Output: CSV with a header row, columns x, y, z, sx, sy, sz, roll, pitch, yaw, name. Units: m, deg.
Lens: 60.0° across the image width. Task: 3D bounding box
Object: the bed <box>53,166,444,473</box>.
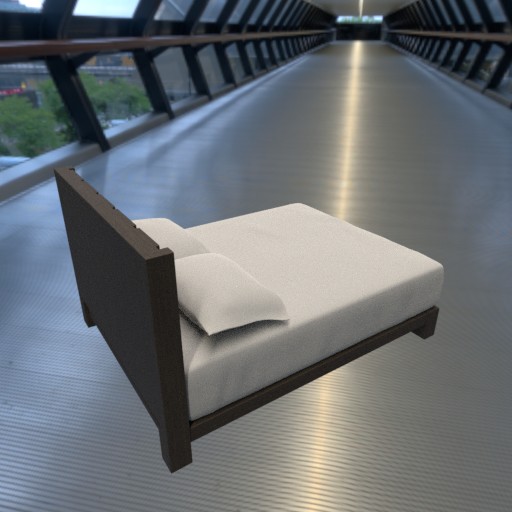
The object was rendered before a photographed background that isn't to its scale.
x,y,z,sx,sy,sz,roll,pitch,yaw,name
0.000,0.000,3.283,2.242,1.270,1.727,-16,30,-30,bed
